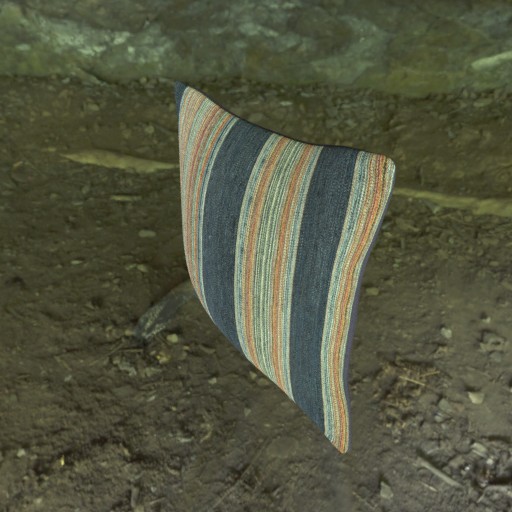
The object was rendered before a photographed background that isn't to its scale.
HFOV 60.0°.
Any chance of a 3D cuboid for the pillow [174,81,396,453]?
[{"bbox_3d":[0.000,0.000,0.641,0.136,0.419,0.437,-20,38,-29],"label":"pillow"}]
